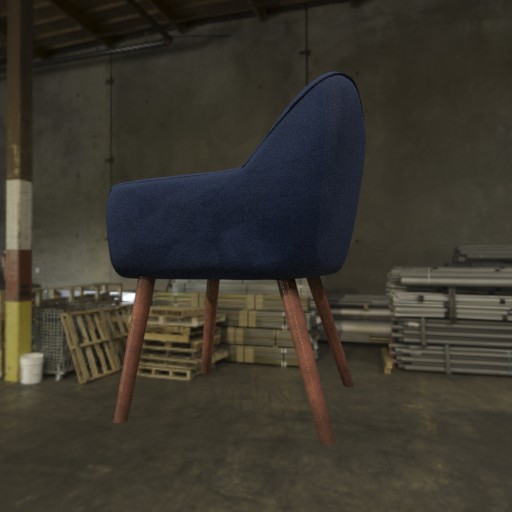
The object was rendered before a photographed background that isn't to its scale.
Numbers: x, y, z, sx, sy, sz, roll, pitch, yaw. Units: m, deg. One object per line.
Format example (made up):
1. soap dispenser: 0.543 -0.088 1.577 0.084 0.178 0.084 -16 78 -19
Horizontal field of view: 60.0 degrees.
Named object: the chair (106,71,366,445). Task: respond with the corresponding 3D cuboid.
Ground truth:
1. chair: 0.000 0.000 1.265 0.600 0.820 0.600 0 -1 17
